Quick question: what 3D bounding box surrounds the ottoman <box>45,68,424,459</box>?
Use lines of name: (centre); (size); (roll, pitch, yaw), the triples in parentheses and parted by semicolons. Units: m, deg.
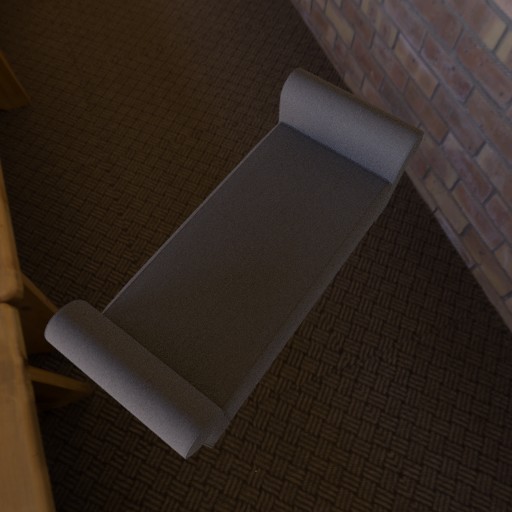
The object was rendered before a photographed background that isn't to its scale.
ottoman: (0.000, 0.000, 1.556); (0.521, 0.547, 1.256); (34, 69, 15)
